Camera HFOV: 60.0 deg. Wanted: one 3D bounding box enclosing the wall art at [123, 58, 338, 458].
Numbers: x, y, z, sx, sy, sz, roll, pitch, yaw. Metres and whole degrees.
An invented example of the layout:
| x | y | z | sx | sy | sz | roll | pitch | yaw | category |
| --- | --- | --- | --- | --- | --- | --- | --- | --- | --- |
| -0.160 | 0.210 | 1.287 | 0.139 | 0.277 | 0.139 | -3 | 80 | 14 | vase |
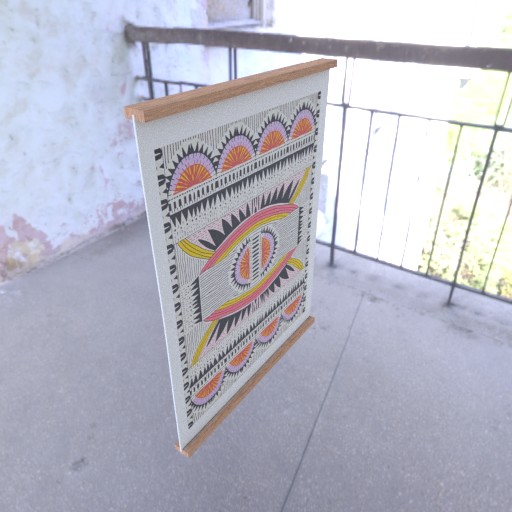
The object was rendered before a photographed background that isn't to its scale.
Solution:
| x | y | z | sx | sy | sz | roll | pitch | yaw | category |
| --- | --- | --- | --- | --- | --- | --- | --- | --- | --- |
| 0.000 | 0.000 | 0.695 | 0.028 | 0.527 | 0.403 | 21 | 37 | 30 | wall art |
